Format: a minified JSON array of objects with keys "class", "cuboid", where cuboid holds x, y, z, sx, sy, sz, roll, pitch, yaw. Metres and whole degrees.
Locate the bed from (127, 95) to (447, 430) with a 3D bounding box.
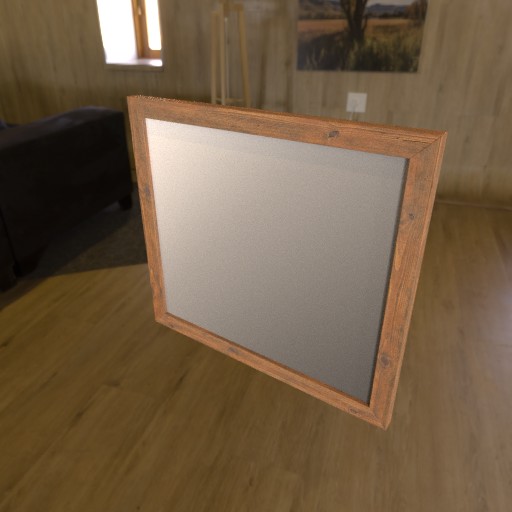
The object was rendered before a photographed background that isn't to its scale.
[{"class":"bed","cuboid":[0.000,0.000,1.490,1.046,0.942,0.046,18,33,30]}]
